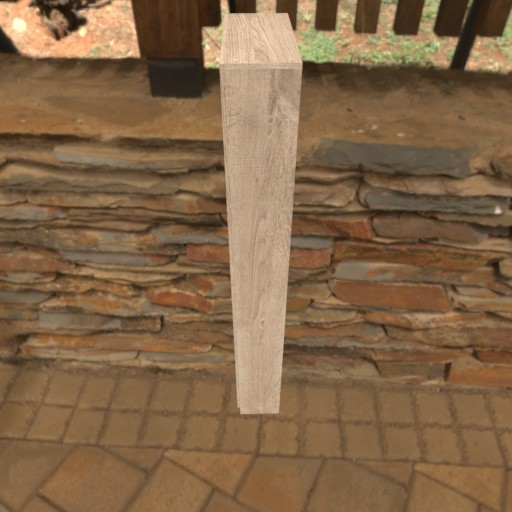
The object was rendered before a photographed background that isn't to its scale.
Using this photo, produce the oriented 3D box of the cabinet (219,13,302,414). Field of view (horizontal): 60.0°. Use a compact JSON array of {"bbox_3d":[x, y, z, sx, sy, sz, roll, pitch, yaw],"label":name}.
[{"bbox_3d":[0.000,0.000,1.934,0.230,1.790,0.500,-1,42,-1],"label":"cabinet"}]
